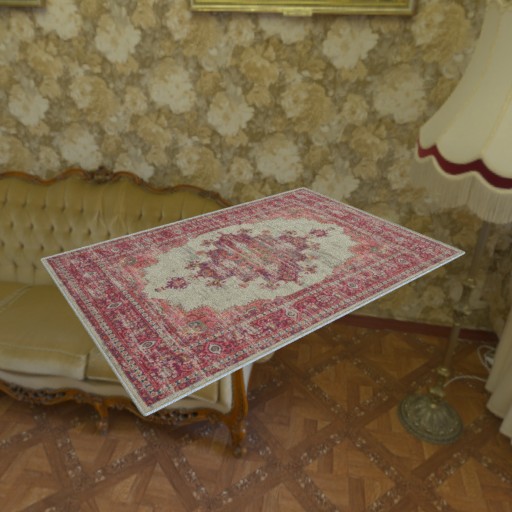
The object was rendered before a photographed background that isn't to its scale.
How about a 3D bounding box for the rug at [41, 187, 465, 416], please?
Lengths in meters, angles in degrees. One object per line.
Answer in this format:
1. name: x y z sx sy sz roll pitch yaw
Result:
1. rug: 0.000 0.000 3.644 2.878 0.014 2.005 -20 34 -32
